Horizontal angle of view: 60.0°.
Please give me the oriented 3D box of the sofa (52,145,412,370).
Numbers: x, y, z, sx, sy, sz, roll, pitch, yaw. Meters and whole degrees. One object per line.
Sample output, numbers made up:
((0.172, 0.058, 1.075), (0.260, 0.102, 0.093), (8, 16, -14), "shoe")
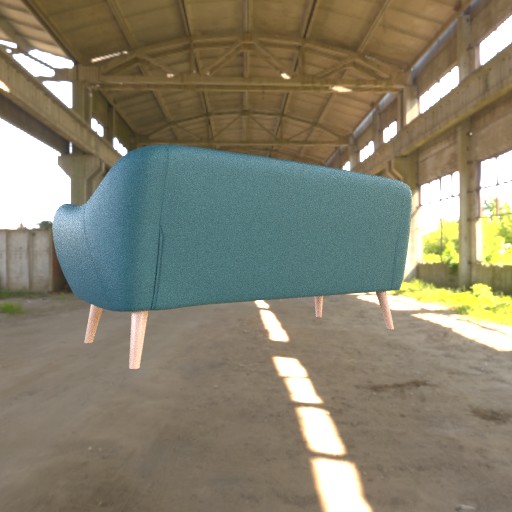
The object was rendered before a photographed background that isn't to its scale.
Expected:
((0.000, 0.000, 2.302), (1.840, 0.836, 0.820), (0, 0, -36), "sofa")
